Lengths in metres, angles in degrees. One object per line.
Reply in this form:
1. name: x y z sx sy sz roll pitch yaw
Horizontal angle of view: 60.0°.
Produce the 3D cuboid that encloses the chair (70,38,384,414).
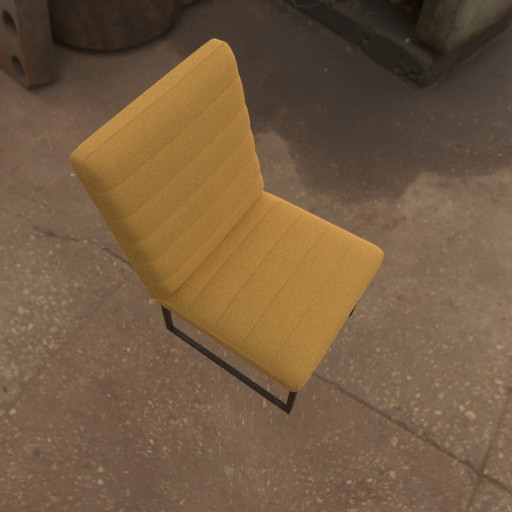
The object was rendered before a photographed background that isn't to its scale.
1. chair: 0.000 0.000 1.322 0.634 0.930 0.520 31 64 17
